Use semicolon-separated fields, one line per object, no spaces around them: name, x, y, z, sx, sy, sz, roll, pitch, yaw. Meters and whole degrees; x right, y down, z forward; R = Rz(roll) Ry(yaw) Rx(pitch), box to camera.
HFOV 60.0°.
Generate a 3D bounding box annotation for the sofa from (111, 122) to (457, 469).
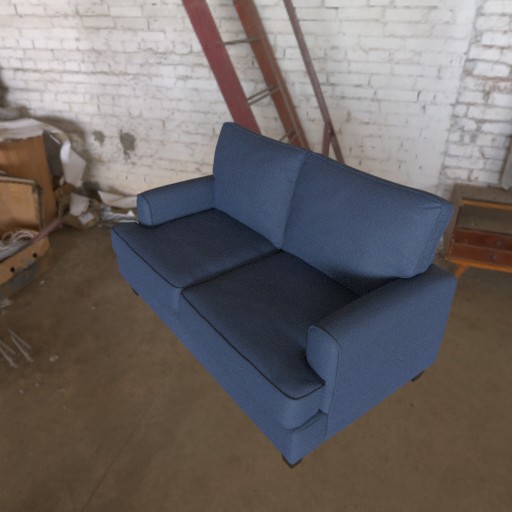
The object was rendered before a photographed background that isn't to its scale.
sofa;0.000;0.000;2.239;0.965;0.965;1.651;-21;37;-31
